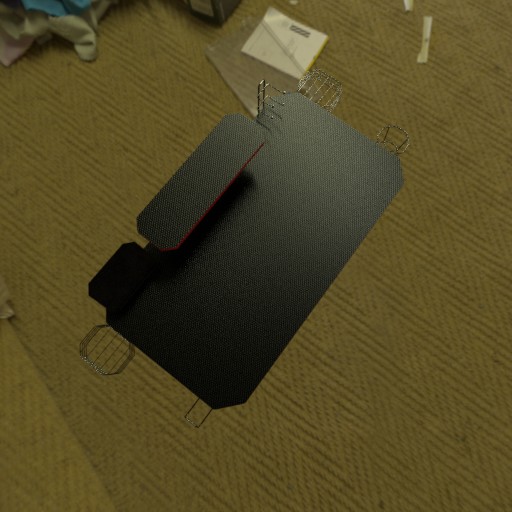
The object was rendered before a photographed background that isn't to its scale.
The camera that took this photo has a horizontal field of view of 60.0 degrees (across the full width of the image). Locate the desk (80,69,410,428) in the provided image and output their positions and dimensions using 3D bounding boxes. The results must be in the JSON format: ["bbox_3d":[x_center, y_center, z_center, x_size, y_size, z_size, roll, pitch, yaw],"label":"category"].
[{"bbox_3d":[0.000,0.000,1.738,0.588,0.913,1.280,36,78,9],"label":"desk"}]
